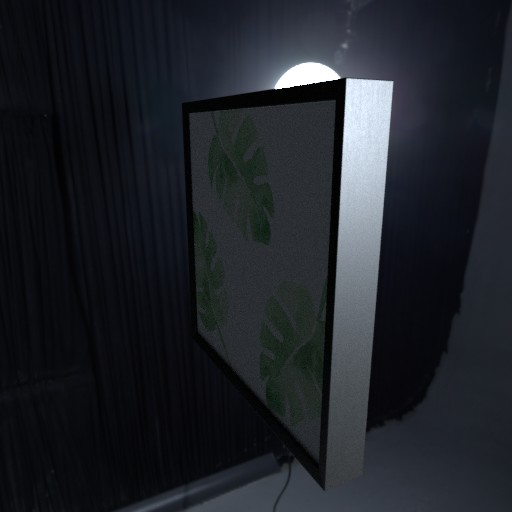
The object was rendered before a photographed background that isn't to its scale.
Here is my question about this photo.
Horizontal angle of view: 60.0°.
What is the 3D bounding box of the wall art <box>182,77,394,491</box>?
[{"bbox_3d":[0.000,0.000,0.444,0.038,0.304,0.304,-8,18,-27],"label":"wall art"}]
